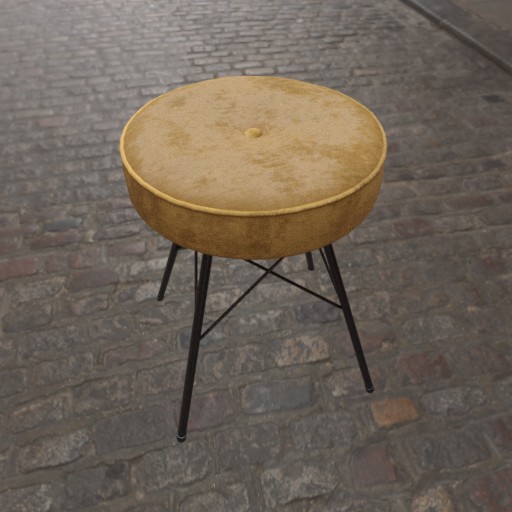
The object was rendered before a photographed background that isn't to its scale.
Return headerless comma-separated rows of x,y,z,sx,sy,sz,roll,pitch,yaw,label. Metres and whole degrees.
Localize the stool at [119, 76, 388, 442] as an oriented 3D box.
0.000,0.000,0.911,0.472,0.595,0.438,-9,46,-9,stool
